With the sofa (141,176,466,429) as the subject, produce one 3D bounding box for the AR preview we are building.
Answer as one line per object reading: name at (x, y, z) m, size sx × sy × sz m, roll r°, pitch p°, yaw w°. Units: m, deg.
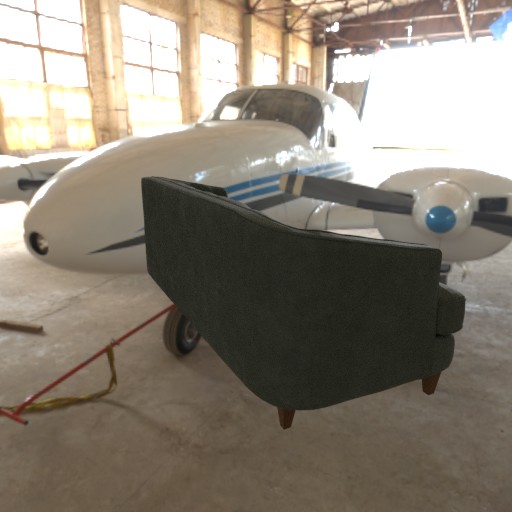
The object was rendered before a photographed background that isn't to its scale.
sofa at (0.000, 0.000, 2.661) m, size 0.941 × 0.855 × 2.278 m, roll -8°, pitch 17°, yaw -25°
